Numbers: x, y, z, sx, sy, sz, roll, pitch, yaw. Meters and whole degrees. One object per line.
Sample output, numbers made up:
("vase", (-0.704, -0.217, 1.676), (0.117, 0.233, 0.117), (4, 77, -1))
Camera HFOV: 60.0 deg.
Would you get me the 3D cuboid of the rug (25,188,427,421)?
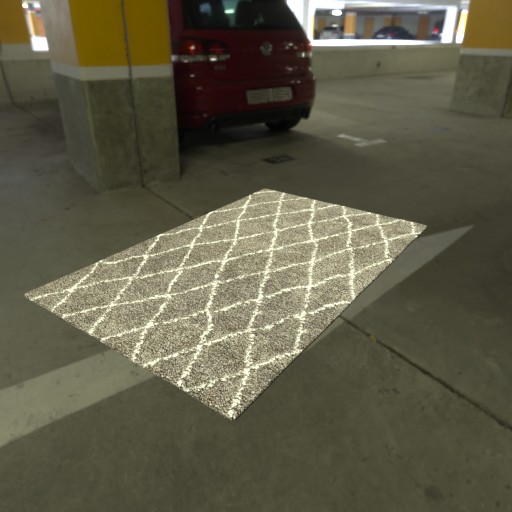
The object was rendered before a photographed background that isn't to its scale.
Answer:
("rug", (0.000, 0.000, 3.427), (1.778, 0.030, 2.743), (18, 32, 32))
